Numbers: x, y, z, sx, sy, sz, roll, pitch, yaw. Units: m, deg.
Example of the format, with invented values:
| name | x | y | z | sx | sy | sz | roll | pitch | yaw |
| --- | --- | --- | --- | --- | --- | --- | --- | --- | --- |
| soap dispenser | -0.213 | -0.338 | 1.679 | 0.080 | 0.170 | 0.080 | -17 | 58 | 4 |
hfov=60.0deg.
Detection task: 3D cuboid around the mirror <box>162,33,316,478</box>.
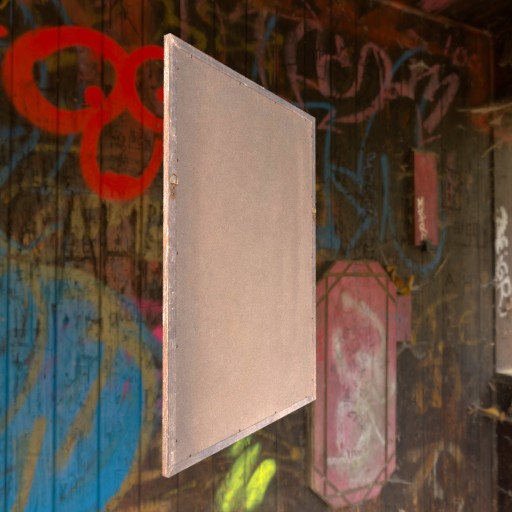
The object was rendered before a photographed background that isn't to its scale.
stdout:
| name | x | y | z | sx | sy | sz | roll | pitch | yaw |
| --- | --- | --- | --- | --- | --- | --- | --- | --- | --- |
| mirror | 0.000 | 0.000 | 1.285 | 0.025 | 0.996 | 0.705 | -1 | -1 | 35 |
